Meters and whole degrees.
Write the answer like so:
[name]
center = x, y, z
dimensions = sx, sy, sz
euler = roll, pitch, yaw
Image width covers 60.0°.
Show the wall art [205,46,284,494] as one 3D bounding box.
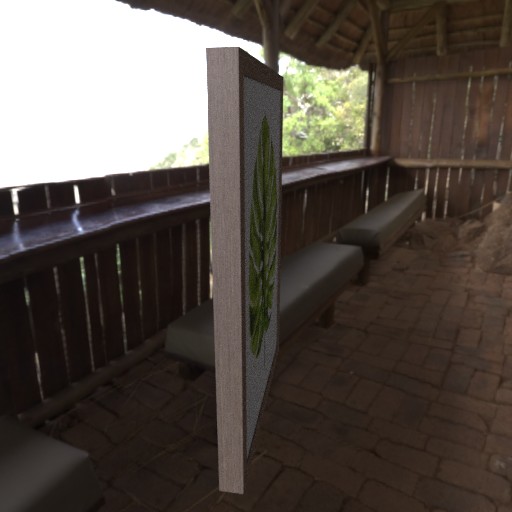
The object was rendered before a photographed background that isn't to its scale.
[wall art]
center = 0.000, 0.000, 0.645
dimensions = 0.032, 0.510, 0.358
euler = 3, 18, 9
